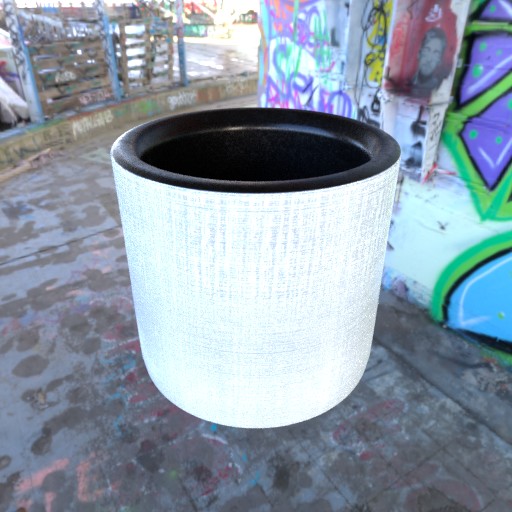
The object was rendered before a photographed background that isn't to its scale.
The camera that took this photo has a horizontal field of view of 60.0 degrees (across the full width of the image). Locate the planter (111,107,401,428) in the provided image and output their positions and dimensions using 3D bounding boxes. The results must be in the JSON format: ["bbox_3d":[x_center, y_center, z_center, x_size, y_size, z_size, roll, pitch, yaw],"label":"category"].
[{"bbox_3d":[0.000,0.000,0.287,0.160,0.156,0.160,0,30,0],"label":"planter"}]
